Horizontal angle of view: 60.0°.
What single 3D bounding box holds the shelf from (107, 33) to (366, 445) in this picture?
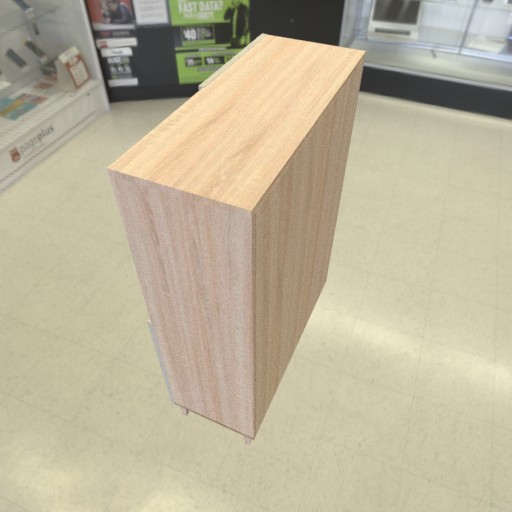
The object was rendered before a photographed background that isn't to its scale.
[{"bbox_3d":[0.000,0.000,1.870,0.434,1.405,0.995,18,48,17],"label":"shelf"}]
